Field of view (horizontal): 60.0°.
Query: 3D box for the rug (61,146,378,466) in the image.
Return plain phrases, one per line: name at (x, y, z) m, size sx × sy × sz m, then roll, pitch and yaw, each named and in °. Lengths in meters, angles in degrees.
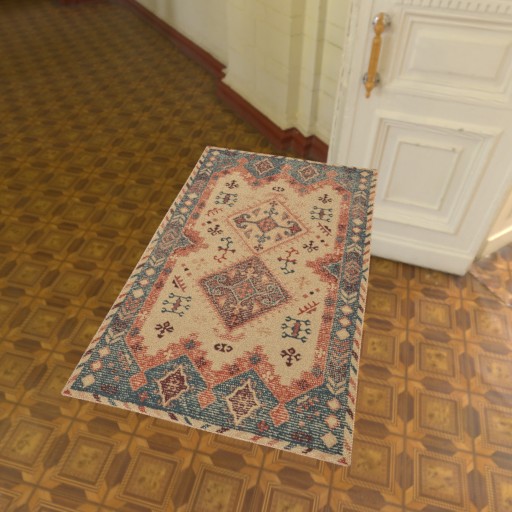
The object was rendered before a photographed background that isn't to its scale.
rug at (0.000, 0.000, 3.038) m, size 1.521 × 0.023 × 2.464 m, roll 10°, pitch 47°, yaw 10°
